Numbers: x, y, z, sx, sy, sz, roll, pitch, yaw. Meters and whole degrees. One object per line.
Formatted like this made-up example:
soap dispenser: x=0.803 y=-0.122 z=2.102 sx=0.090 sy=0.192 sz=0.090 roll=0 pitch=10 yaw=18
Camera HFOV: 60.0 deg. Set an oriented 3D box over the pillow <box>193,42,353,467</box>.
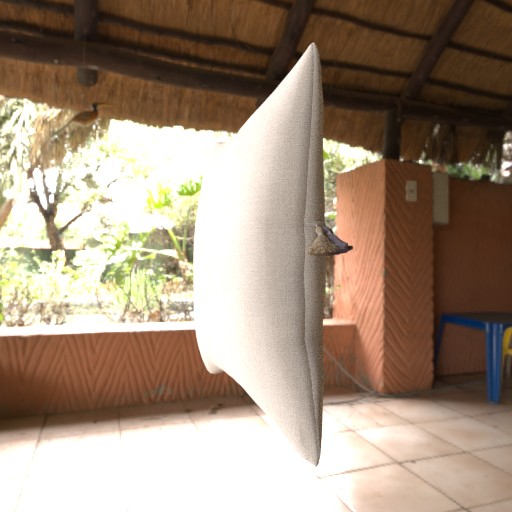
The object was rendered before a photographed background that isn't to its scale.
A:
pillow: x=0.000 y=0.000 z=0.728 sx=0.165 sy=0.481 sz=0.489 roll=0 pitch=-1 yaw=-20
